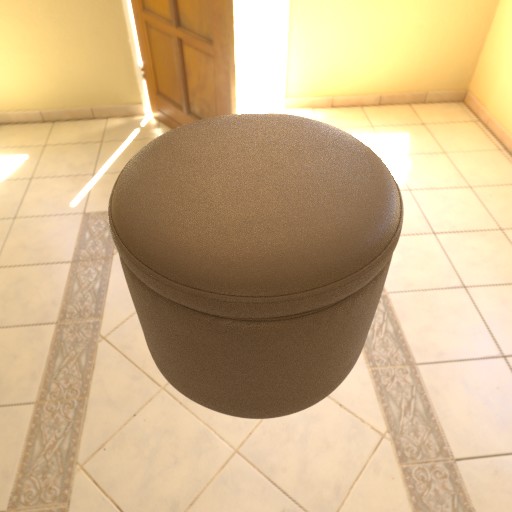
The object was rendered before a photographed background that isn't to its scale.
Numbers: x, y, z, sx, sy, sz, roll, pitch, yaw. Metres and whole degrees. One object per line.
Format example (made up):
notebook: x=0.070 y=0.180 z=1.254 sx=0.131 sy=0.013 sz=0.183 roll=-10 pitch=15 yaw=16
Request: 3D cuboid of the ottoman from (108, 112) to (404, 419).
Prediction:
ottoman: x=0.000 y=0.000 z=0.879 sx=0.500 sy=0.409 sz=0.500 roll=0 pitch=46 yaw=0
